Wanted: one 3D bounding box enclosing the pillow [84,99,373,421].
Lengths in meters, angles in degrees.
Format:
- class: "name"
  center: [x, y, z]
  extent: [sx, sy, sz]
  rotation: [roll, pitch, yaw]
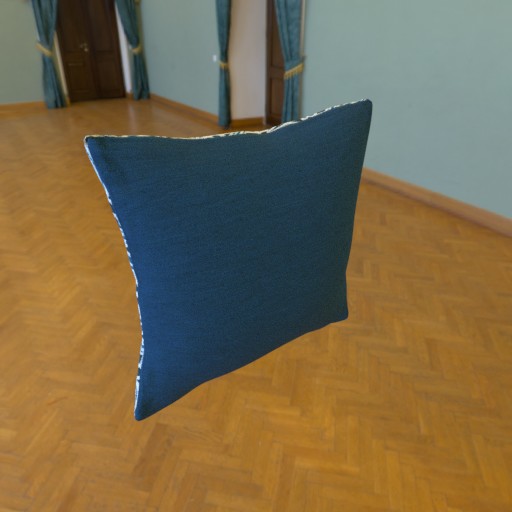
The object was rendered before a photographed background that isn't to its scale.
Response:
- class: "pillow"
  center: [0.000, 0.000, 0.667]
  extent: [0.440, 0.420, 0.145]
  rotation: [-19, 34, -30]
